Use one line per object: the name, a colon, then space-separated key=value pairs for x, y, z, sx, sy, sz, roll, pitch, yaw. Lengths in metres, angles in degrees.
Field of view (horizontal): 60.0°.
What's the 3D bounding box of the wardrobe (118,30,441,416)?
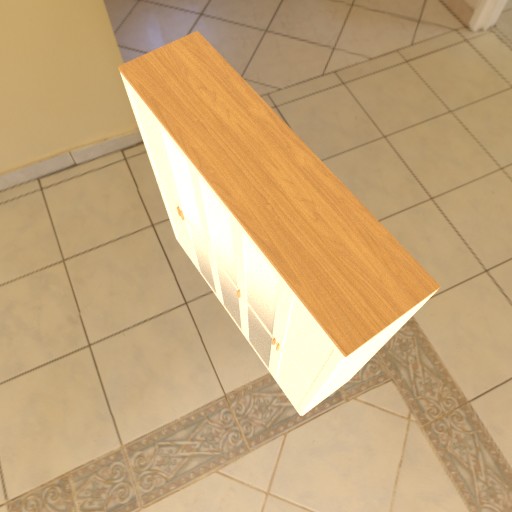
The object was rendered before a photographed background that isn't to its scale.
wardrobe: x=0.000 y=0.000 z=3.390 sx=0.590 sy=2.260 sz=2.160 roll=-32 pitch=68 yaw=-15
